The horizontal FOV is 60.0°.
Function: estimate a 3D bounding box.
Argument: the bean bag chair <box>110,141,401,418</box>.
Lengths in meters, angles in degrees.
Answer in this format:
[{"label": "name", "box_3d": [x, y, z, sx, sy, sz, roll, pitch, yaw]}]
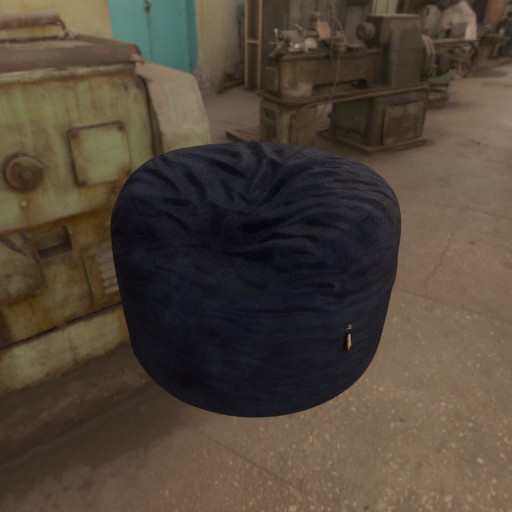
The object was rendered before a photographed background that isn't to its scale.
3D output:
[{"label": "bean bag chair", "box_3d": [0.000, 0.000, 1.509, 0.918, 0.616, 0.918, 0, 31, 0]}]
